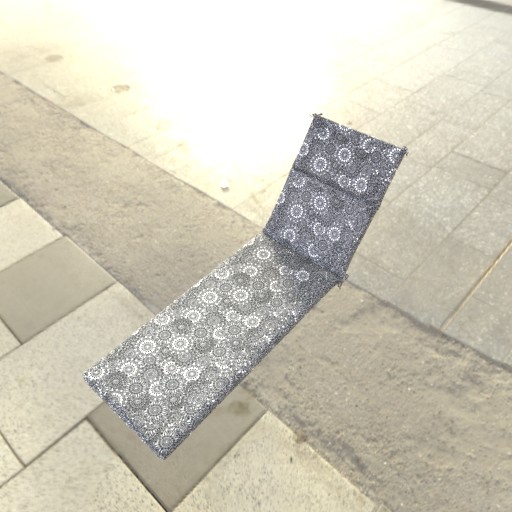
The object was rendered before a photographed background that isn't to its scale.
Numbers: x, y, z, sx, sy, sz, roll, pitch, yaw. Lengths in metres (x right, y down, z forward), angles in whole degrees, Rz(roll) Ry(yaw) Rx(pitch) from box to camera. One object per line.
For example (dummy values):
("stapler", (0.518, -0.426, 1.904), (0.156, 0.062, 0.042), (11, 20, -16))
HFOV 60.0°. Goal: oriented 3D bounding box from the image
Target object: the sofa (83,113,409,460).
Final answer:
("sofa", (0.000, 0.000, 2.008), (0.582, 0.622, 1.663), (32, 53, 27))
